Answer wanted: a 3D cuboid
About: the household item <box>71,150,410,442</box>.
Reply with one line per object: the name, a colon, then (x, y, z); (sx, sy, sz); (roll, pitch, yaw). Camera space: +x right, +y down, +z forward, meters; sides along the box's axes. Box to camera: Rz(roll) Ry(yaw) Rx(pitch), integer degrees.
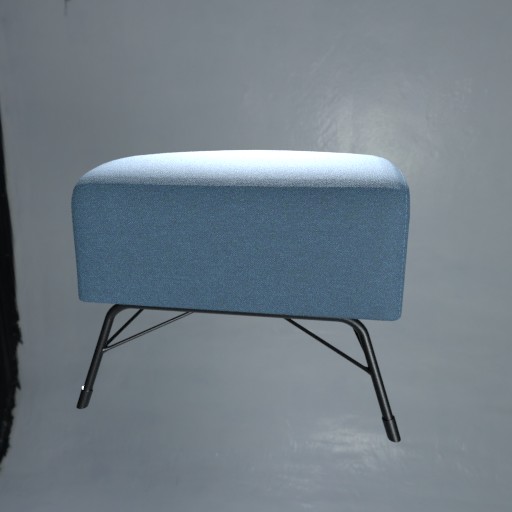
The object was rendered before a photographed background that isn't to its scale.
household item: (0.000, 0.000, 0.904); (0.530, 0.420, 0.530); (2, 14, 9)
